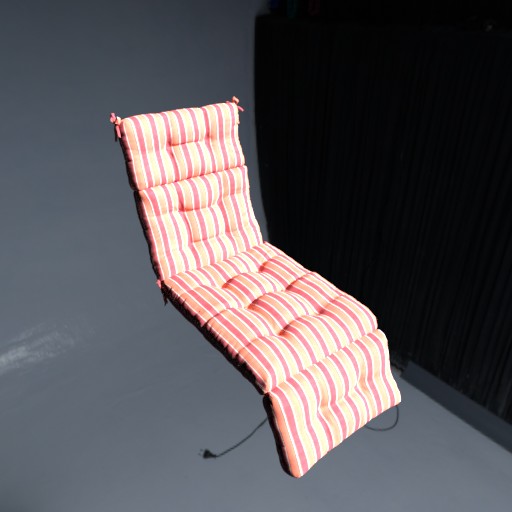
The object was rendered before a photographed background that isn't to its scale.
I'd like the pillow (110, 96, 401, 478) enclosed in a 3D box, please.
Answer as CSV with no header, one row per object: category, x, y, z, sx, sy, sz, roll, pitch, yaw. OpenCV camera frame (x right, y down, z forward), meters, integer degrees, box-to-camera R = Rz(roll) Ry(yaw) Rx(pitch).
pillow,0.000,0.000,1.503,0.526,0.863,1.016,-21,36,-31
